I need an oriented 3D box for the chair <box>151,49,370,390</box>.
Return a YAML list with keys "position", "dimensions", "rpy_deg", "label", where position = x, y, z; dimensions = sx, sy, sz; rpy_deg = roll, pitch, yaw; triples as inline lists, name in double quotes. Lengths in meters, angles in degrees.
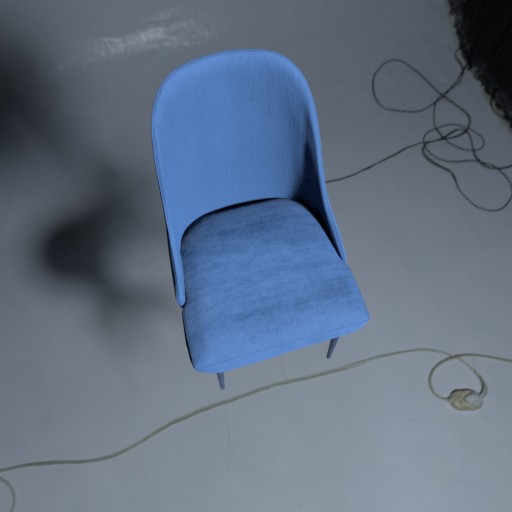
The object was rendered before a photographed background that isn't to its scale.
- position: [0.000, 0.000, 1.233]
  dimensions: [0.478, 0.896, 0.559]
  rpy_deg: [-14, 65, -7]
  label: "chair"
